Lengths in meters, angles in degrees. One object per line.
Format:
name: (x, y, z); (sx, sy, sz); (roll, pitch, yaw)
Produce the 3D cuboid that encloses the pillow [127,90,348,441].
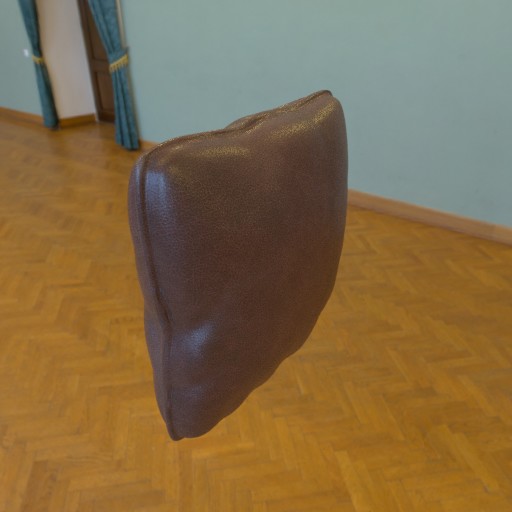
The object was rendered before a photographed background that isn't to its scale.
pillow: (0.000, 0.000, 0.820); (0.236, 0.523, 0.532); (19, 35, 29)
